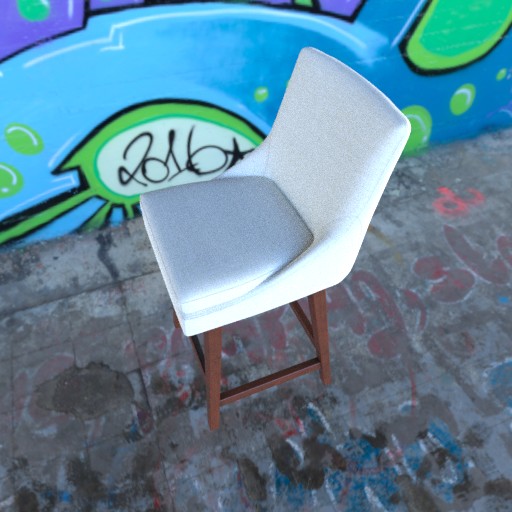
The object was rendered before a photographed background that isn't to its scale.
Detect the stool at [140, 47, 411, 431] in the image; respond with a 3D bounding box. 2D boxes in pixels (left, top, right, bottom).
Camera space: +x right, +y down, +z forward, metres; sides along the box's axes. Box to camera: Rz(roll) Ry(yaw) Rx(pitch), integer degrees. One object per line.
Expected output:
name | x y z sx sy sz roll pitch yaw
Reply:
stool | 0.000 0.000 1.310 0.559 0.991 0.469 -17 48 -15
